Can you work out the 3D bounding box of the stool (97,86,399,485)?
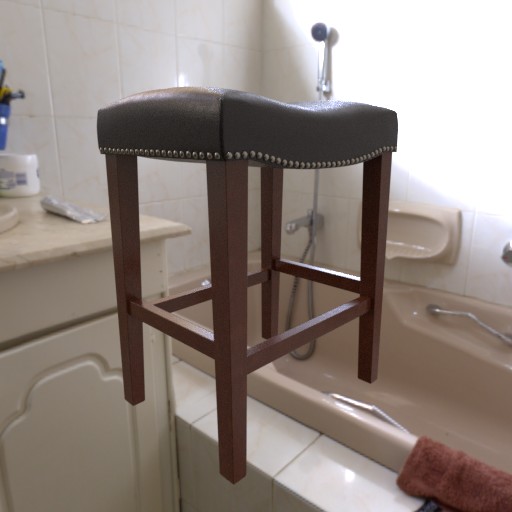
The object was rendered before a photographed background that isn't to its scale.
[{"bbox_3d":[0.000,0.000,0.959,0.372,0.654,0.504,14,21,43],"label":"stool"}]
